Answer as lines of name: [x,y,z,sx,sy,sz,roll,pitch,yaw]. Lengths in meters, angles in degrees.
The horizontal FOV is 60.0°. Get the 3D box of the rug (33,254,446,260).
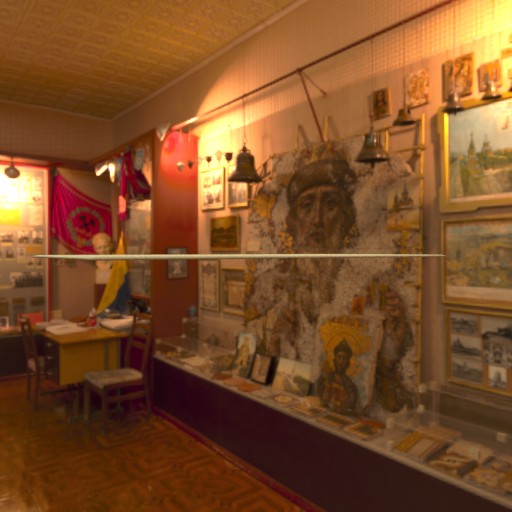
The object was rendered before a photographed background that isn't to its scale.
rug: [0.000,0.000,1.441,1.219,0.007,0.604,0,1,-36]
